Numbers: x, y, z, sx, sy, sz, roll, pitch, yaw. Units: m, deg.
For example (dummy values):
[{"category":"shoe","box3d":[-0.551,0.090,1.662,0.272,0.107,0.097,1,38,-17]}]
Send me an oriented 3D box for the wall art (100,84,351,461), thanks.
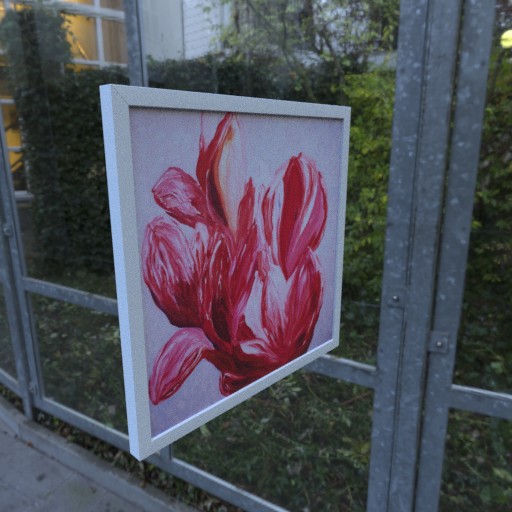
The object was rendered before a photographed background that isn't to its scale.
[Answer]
[{"category":"wall art","box3d":[0.000,0.000,0.677,0.023,0.453,0.455,14,20,42]}]
